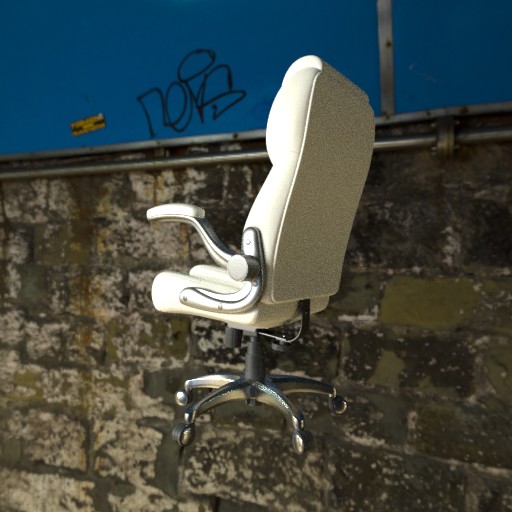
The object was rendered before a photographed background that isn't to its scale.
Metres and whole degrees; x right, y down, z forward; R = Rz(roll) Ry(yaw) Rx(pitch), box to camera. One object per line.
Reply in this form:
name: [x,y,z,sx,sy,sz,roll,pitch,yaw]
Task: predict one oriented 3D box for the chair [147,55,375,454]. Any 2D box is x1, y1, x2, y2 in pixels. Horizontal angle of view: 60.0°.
chair: [0.000,0.000,1.799,0.806,1.330,0.755,0,0,36]
